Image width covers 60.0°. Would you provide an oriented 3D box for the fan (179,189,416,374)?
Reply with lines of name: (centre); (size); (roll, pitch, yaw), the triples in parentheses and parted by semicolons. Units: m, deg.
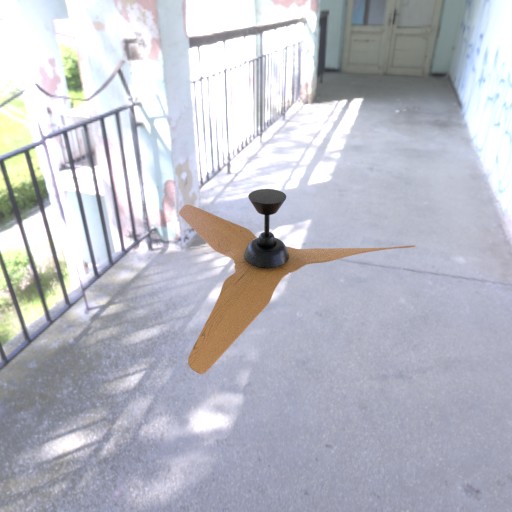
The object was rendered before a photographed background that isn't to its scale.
fan: (0.000, 0.000, 1.648); (1.142, 0.355, 1.010); (10, 32, 16)
